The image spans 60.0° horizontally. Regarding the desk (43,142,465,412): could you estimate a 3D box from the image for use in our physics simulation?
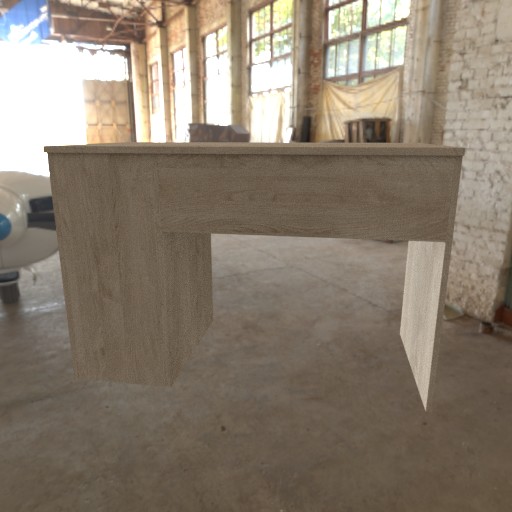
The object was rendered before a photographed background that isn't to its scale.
[{"bbox_3d":[0.000,0.000,1.493,1.096,0.730,0.560,3,16,9],"label":"desk"}]
